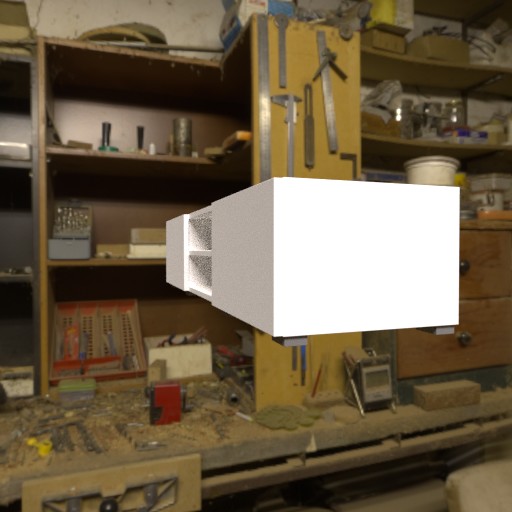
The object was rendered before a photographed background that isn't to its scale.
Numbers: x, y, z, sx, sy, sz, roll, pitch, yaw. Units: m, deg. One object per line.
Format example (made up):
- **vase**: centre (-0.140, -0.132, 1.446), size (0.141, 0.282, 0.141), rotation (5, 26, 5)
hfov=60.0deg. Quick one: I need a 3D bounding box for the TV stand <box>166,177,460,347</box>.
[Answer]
- **TV stand**: centre (0.000, 0.000, 1.528), size (0.420, 0.310, 1.400), rotation (0, 1, -19)
